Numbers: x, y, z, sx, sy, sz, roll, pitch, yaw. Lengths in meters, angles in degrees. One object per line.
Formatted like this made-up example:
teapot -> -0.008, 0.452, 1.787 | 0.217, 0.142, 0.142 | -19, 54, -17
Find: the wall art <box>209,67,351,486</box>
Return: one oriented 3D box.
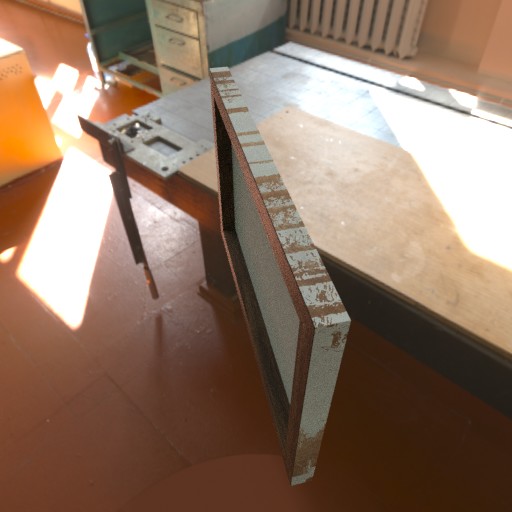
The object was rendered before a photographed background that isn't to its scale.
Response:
wall art -> 0.000, 0.000, 0.757 | 0.035, 0.405, 0.609 | -9, 45, -9
